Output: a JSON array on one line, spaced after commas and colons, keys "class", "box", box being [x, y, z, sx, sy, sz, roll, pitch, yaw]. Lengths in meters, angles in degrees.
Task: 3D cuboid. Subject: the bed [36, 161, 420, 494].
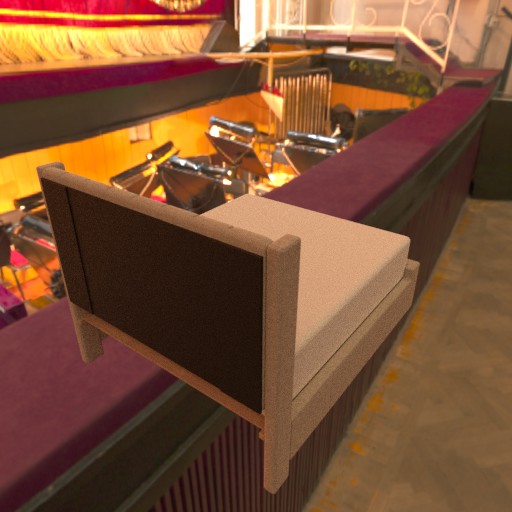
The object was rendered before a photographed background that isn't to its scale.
[{"class": "bed", "box": [0.000, 0.000, 3.710, 2.045, 1.743, 2.370, 20, 34, 32]}]
